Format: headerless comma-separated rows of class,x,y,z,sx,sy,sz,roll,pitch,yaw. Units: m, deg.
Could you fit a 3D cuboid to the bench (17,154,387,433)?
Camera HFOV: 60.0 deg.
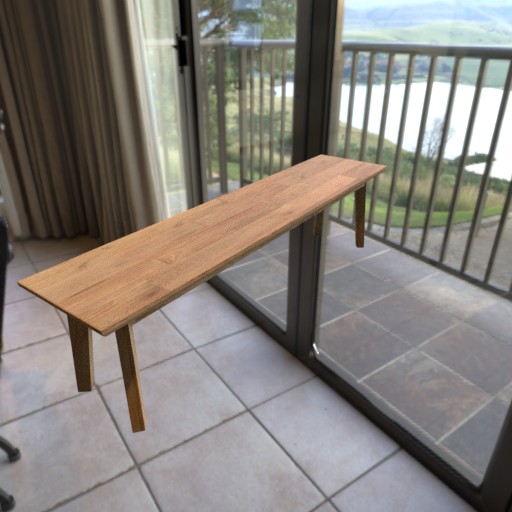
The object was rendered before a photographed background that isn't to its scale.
bench,0.000,0.000,1.822,0.378,0.431,1.698,19,33,32
